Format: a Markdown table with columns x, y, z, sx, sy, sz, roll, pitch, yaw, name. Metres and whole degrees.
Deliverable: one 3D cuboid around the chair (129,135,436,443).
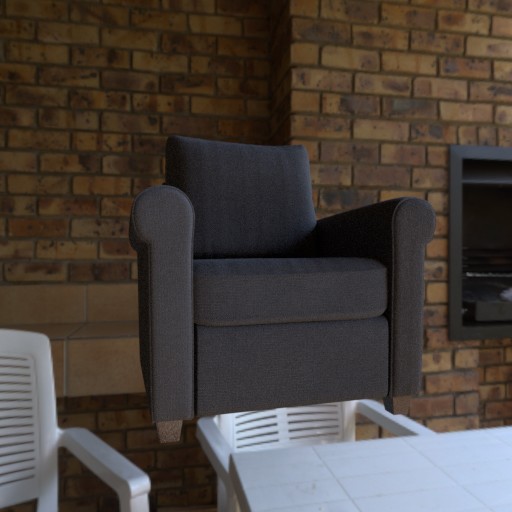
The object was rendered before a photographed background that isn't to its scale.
| x | y | z | sx | sy | sz | roll | pitch | yaw | name |
| --- | --- | --- | --- | --- | --- | --- | --- | --- | --- |
| 0.000 | 0.000 | 1.567 | 0.867 | 0.942 | 0.828 | 0 | 0 | -17 | chair |
